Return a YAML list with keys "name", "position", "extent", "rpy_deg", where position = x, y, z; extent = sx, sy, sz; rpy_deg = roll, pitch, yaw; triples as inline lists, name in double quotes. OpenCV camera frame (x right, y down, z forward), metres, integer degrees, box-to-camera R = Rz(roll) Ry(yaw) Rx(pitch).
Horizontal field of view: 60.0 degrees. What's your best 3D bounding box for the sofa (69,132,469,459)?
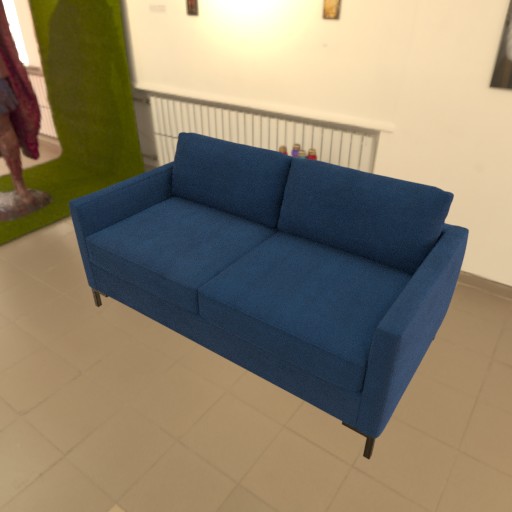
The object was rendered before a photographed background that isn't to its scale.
- name: "sofa"
  position: [0.000, 0.000, 2.119]
  extent: [1.676, 0.817, 0.875]
  rpy_deg: [20, 37, 30]
